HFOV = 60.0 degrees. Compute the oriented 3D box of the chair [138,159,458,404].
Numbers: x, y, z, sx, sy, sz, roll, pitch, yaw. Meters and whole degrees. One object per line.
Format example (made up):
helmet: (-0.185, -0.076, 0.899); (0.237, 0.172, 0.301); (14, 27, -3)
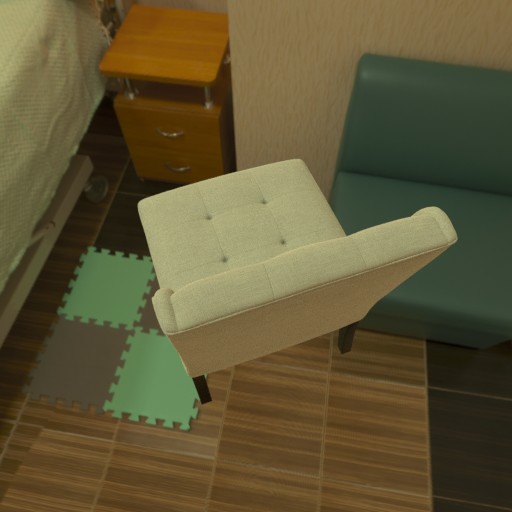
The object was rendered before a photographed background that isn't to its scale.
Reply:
chair: (0.000, 0.000, 1.265); (0.569, 0.853, 0.676); (-17, 59, -10)
